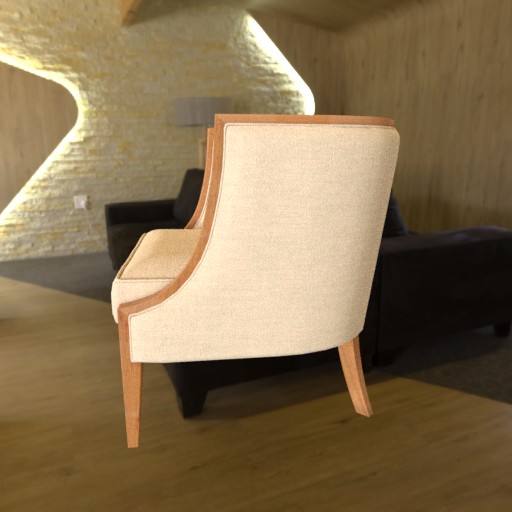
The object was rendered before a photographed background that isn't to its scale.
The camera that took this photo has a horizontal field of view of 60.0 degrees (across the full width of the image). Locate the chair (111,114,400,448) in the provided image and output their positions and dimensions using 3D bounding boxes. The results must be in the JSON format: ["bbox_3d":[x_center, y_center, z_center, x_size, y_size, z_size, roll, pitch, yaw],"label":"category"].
[{"bbox_3d":[0.000,0.000,1.351,0.757,0.775,0.711,-2,14,-7],"label":"chair"}]
